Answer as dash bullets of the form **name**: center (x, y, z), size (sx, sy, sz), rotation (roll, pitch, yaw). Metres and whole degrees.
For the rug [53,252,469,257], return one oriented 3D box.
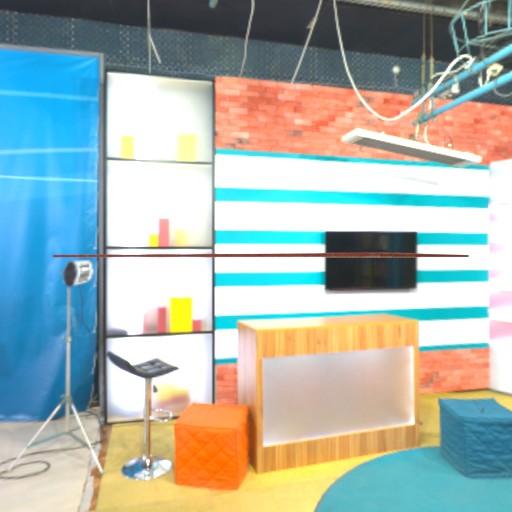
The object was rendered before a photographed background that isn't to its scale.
- **rug**: center (0.000, 0.000, 2.338), size (1.829, 0.014, 1.219), rotation (0, 0, 37)
